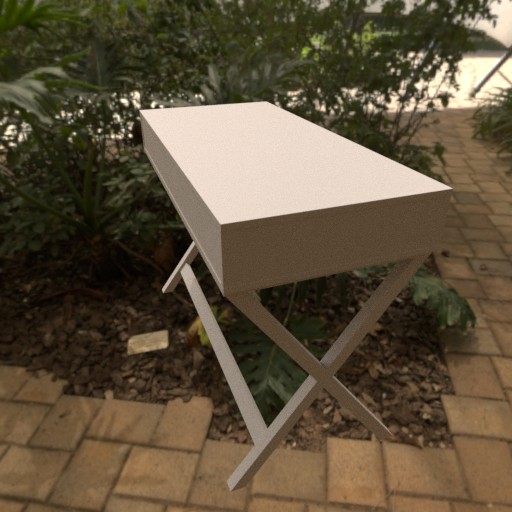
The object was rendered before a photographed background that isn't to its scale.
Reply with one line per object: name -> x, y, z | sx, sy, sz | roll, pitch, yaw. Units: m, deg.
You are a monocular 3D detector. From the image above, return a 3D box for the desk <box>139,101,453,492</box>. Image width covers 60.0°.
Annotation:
desk -> 0.000, 0.000, 1.472 | 0.525, 0.780, 1.057 | -10, 31, -18
